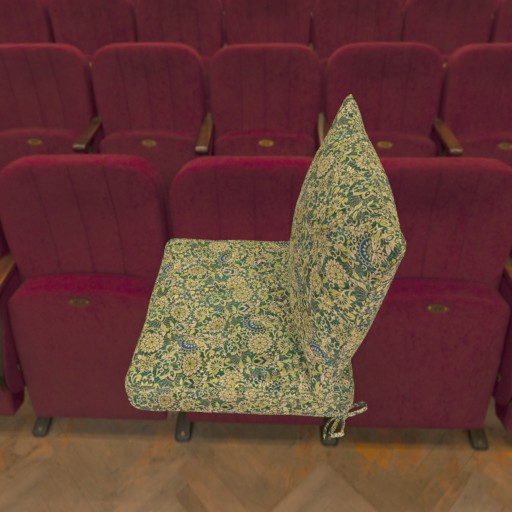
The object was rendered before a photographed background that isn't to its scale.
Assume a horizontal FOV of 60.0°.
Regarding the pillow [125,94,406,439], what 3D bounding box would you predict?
[{"bbox_3d":[0.000,0.000,1.349,0.740,0.722,0.798,1,41,2],"label":"pillow"}]
